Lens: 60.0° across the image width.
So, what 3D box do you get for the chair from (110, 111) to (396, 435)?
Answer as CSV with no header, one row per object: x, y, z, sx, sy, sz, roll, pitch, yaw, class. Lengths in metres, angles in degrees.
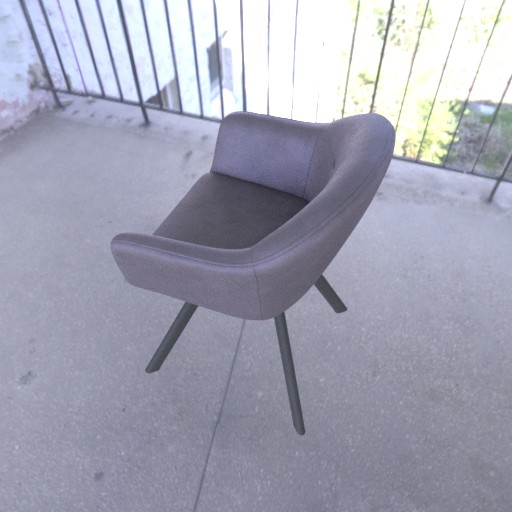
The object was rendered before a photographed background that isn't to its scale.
0.000,0.000,1.159,0.544,0.781,0.567,17,48,15,chair
